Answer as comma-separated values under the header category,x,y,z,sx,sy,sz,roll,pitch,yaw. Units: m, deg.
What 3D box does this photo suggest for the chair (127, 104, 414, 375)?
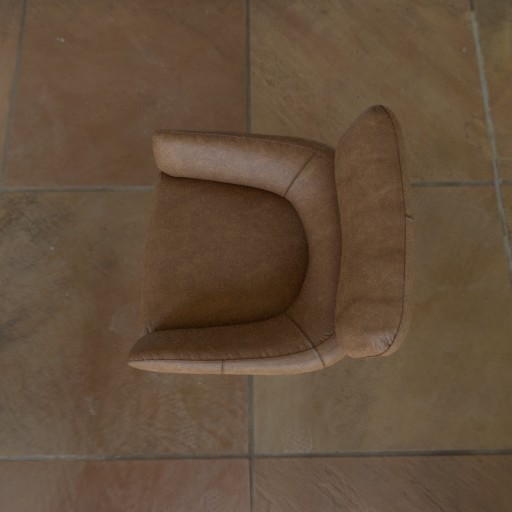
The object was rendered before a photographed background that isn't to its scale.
category,x,y,z,sx,sy,sz,roll,pitch,yaw
chair,0.000,0.000,1.352,0.715,0.812,0.706,2,76,1
